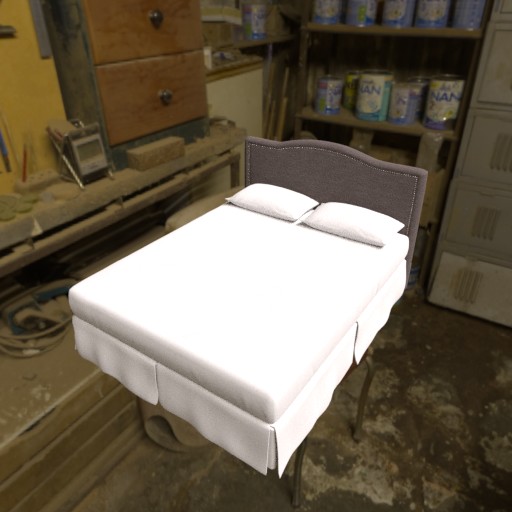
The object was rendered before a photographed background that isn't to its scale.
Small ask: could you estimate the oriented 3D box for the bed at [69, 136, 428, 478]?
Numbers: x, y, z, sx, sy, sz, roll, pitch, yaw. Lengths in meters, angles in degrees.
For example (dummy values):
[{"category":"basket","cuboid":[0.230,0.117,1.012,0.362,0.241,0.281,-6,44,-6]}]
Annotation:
[{"category":"bed","cuboid":[0.000,0.000,3.989,2.161,1.457,2.689,19,35,29]}]
